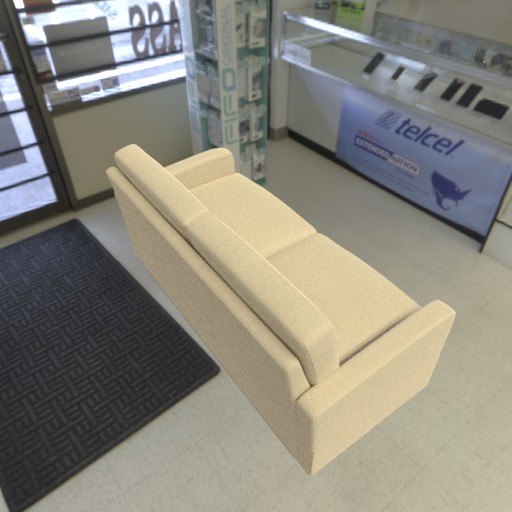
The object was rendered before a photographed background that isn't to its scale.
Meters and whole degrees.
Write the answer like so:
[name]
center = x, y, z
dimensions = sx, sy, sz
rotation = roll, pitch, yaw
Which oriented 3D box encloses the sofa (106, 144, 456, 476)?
[sofa]
center = 0.000, 0.000, 2.313
dimensions = 0.894, 0.831, 1.808
rotation = -25, 47, -26
